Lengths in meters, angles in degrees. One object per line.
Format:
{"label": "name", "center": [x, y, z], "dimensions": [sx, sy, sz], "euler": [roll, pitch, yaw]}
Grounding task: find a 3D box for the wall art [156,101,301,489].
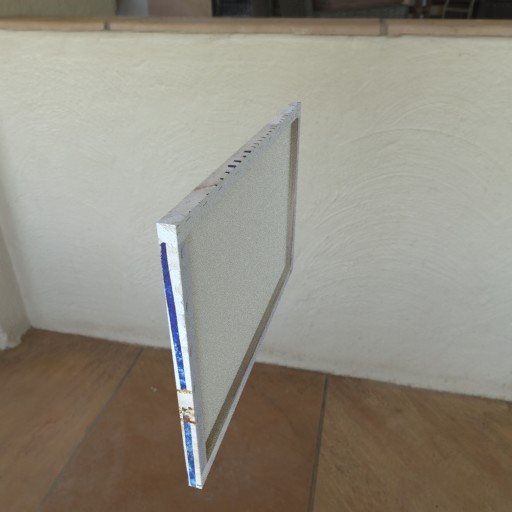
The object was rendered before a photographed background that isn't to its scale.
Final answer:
{"label": "wall art", "center": [0.000, 0.000, 1.440], "dimensions": [0.038, 0.757, 1.143], "euler": [8, 31, 14]}
